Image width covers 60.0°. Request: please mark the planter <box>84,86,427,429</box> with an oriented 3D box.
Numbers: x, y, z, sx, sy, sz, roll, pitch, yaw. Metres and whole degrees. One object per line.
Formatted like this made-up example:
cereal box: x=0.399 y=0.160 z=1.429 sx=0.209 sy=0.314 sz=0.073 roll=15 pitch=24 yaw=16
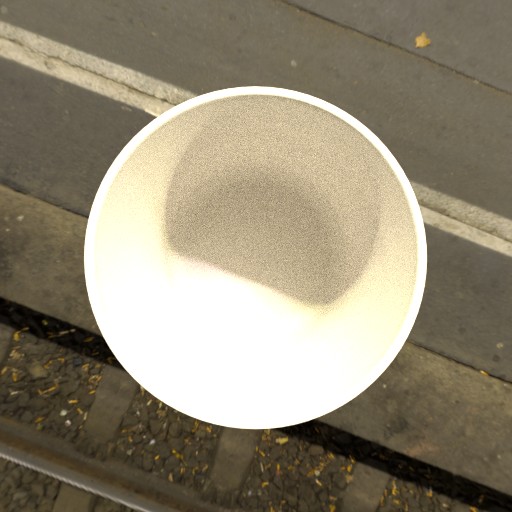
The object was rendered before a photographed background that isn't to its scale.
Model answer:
planter: x=0.000 y=0.000 z=0.765 sx=0.440 sy=0.398 sz=0.440 roll=0 pitch=91 yaw=0
